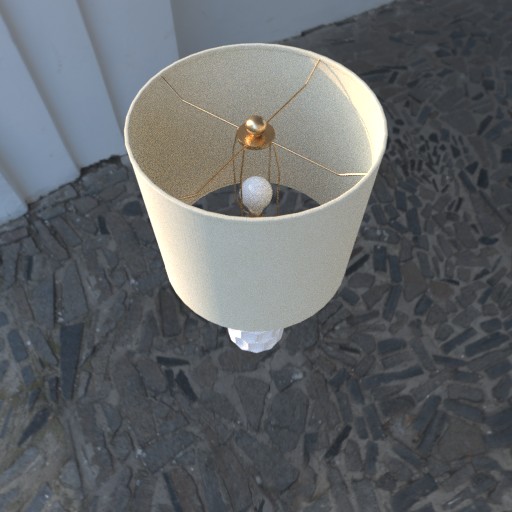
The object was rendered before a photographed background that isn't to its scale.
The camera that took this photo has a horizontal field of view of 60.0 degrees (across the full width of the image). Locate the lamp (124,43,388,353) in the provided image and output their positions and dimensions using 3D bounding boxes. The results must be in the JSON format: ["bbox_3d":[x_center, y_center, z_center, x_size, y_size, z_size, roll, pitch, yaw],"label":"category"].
[{"bbox_3d":[0.000,0.000,0.695,0.277,0.537,0.277,-14,58,-9],"label":"lamp"}]
